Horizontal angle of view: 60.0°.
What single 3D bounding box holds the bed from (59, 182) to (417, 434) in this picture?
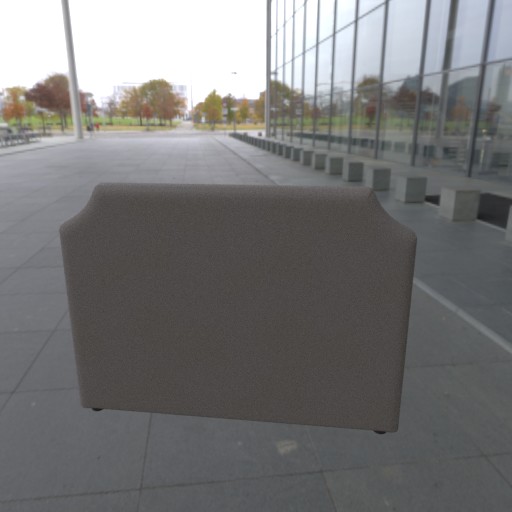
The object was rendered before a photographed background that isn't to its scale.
[{"bbox_3d":[0.000,0.000,3.868,2.194,1.561,2.536,2,17,7],"label":"bed"}]
